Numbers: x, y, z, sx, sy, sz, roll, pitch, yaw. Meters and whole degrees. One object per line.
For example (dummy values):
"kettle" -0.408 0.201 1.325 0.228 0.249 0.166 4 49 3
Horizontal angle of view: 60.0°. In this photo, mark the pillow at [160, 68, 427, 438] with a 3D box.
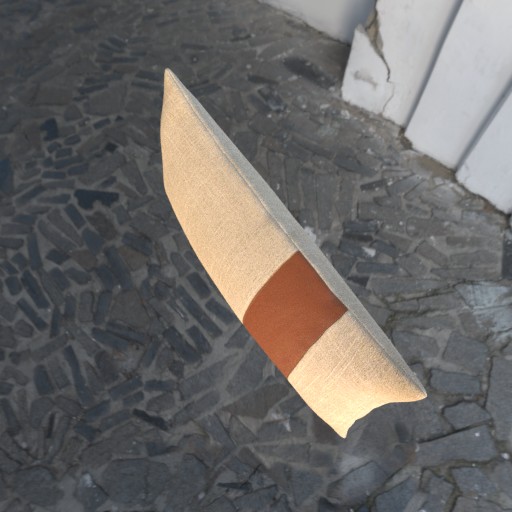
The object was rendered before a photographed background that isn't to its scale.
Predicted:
"pillow" 0.000 0.000 0.721 0.155 0.282 0.612 -30 67 -14
